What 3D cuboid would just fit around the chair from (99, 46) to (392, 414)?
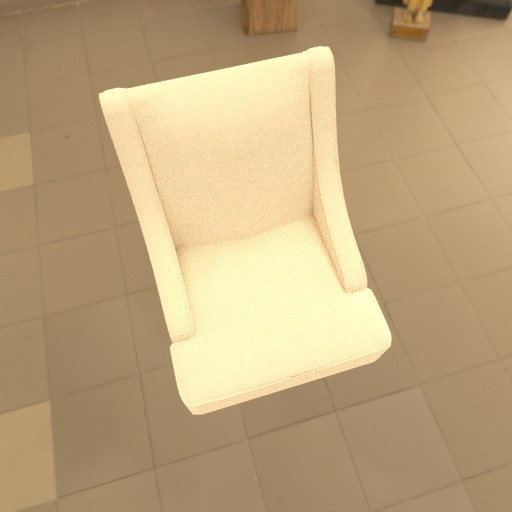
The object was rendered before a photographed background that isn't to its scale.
[{"bbox_3d":[0.000,0.000,1.468,0.689,0.886,0.806,-15,64,-7],"label":"chair"}]
